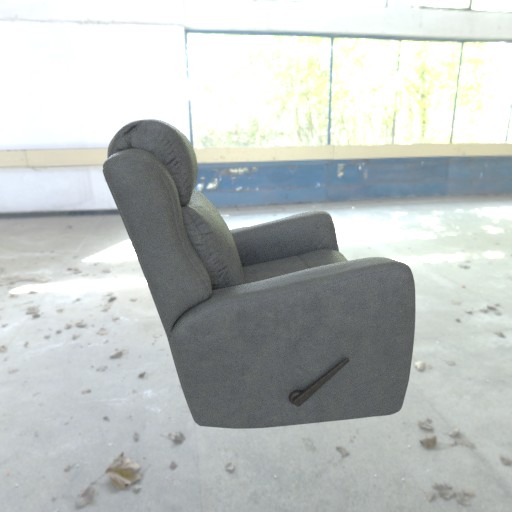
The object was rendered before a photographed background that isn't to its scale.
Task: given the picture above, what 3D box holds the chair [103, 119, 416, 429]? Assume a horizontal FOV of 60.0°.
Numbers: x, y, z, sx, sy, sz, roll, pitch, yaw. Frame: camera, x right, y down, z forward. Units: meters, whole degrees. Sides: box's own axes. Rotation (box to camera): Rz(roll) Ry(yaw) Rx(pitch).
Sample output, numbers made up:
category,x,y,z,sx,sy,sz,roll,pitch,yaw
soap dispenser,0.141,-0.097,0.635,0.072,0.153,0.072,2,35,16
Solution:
category,x,y,z,sx,sy,sz,roll,pitch,yaw
chair,0.000,0.000,1.891,1.068,1.116,0.967,-3,18,-9
